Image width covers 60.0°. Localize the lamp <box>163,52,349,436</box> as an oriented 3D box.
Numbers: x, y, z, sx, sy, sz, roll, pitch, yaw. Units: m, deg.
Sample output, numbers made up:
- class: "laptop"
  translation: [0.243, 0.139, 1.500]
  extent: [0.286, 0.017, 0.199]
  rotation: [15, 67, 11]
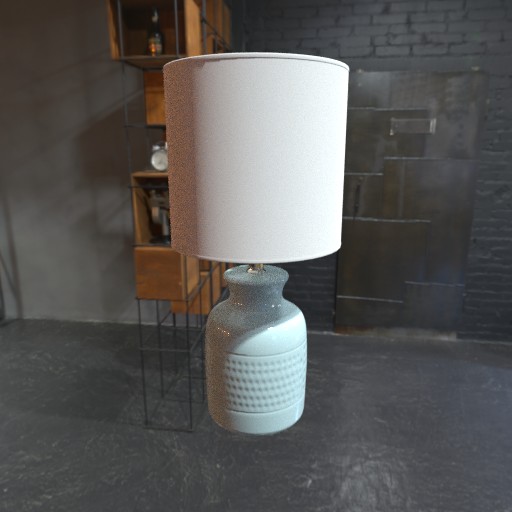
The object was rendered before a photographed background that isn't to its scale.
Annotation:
- class: "lamp"
  translation: [0.000, 0.000, 1.119]
  extent: [0.418, 0.871, 0.418]
  rotation: [2, 14, 9]
